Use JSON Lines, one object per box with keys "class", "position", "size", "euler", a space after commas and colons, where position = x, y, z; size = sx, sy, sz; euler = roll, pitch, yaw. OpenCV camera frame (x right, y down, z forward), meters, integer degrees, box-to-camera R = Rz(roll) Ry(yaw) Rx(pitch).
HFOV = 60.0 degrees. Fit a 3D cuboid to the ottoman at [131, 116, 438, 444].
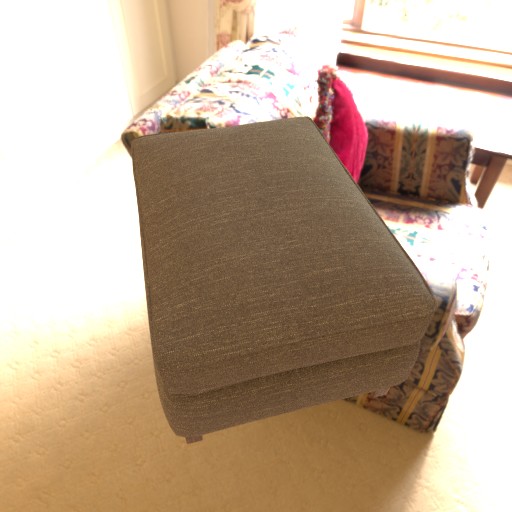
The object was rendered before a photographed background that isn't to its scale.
{"class": "ottoman", "position": [0.000, 0.000, 1.005], "size": [0.508, 0.406, 0.686], "euler": [-10, 46, -10]}
